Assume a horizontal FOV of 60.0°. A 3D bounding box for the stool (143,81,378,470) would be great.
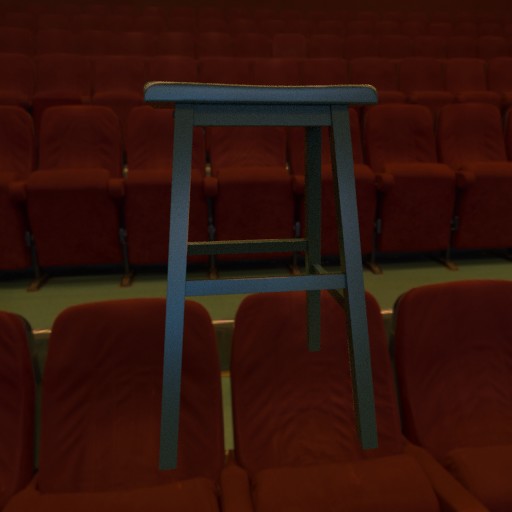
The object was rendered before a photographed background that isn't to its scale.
[{"bbox_3d":[0.000,0.000,1.040,0.457,0.737,0.476,-2,16,-8],"label":"stool"}]
